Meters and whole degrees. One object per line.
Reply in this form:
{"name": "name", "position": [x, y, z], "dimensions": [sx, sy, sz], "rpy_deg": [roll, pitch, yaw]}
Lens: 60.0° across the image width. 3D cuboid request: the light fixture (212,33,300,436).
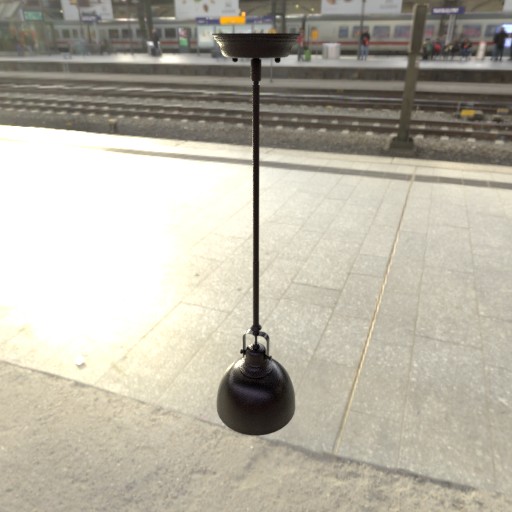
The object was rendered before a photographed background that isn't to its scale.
{"name": "light fixture", "position": [0.000, 0.000, 0.857], "dimensions": [0.182, 0.768, 0.182], "rpy_deg": [9, 27, 17]}
